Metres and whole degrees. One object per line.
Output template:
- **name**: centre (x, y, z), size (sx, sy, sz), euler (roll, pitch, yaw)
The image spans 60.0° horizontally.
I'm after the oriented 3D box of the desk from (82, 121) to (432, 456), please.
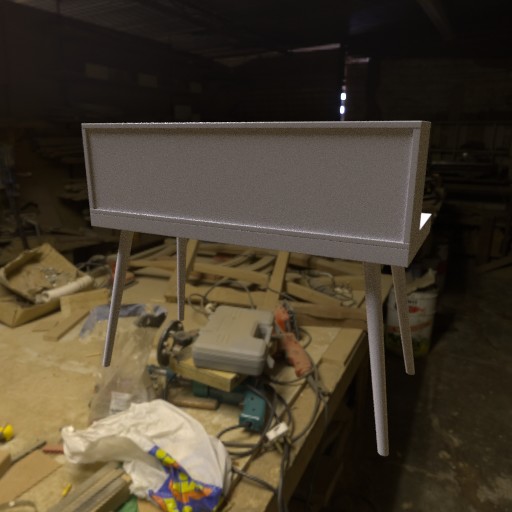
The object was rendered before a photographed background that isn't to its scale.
- **desk**: centre (0.000, 0.000, 1.729), size (1.199, 0.990, 0.559), euler (8, 18, 26)
